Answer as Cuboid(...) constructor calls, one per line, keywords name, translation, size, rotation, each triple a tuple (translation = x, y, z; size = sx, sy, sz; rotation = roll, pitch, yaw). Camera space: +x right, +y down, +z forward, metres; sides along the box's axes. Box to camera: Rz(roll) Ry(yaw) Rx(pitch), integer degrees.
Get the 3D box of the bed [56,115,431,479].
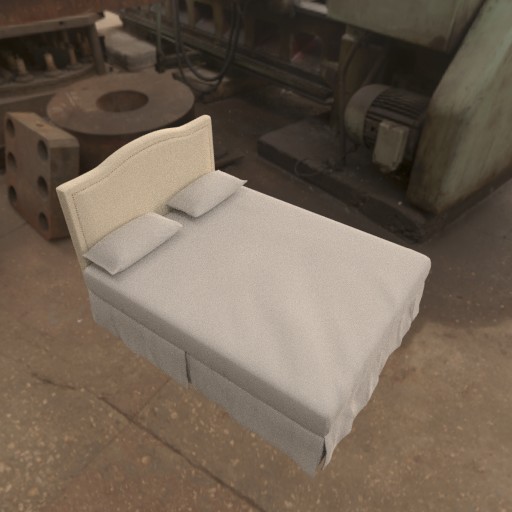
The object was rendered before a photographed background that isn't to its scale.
Cuboid(name="bed", translation=(0.000, 0.000, 3.666), size=(2.477, 1.437, 1.977), rotation=(25, 46, 27))
